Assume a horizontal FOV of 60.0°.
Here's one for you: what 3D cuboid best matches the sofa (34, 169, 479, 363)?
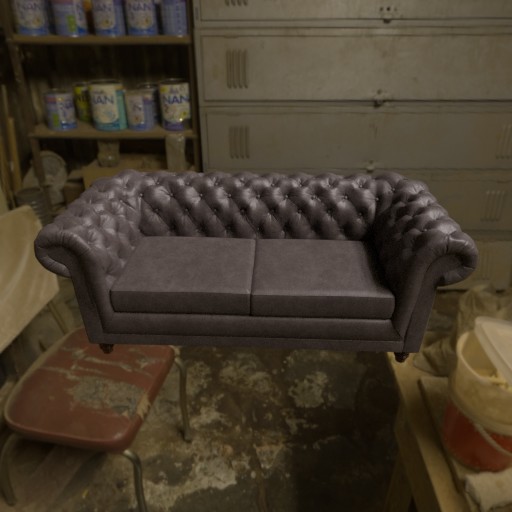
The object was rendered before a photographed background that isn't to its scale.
[{"bbox_3d":[0.000,0.000,2.537,2.048,0.779,0.944,1,29,2],"label":"sofa"}]
